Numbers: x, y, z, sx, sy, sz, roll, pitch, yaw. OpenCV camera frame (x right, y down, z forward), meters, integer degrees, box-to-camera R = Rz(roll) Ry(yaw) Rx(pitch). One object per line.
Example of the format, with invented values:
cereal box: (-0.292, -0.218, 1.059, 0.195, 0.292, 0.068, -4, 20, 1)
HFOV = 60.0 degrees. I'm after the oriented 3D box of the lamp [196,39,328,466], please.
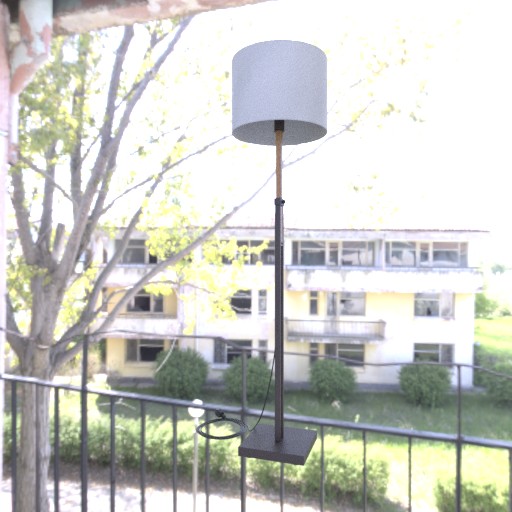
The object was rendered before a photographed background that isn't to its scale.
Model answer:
lamp: (0.000, 0.000, 1.959, 0.639, 1.650, 0.474, 0, 0, 19)
